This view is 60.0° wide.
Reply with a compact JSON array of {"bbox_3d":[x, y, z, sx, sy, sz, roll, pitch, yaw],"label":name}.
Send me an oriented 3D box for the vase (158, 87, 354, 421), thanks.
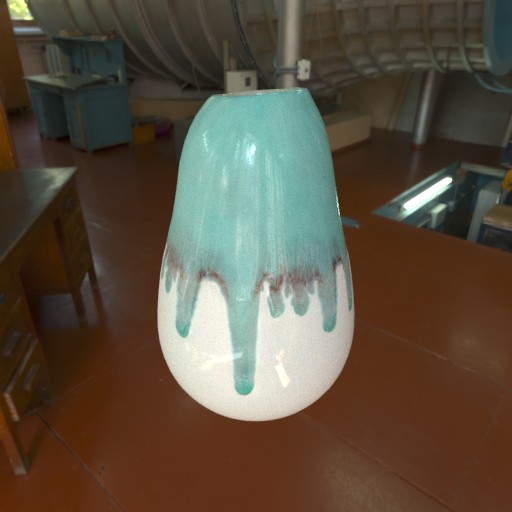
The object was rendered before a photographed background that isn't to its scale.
[{"bbox_3d":[0.000,0.000,0.248,0.116,0.179,0.116,0,29,0],"label":"vase"}]
